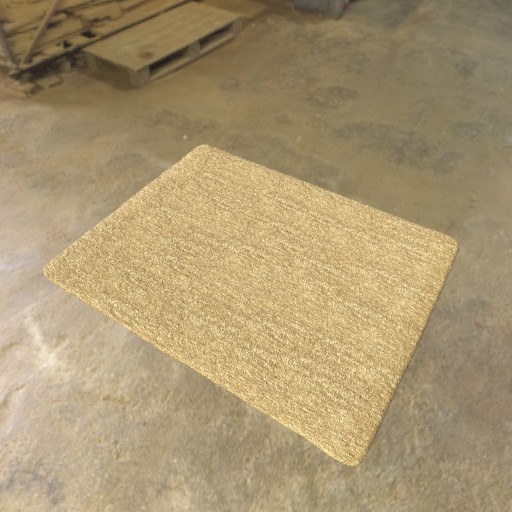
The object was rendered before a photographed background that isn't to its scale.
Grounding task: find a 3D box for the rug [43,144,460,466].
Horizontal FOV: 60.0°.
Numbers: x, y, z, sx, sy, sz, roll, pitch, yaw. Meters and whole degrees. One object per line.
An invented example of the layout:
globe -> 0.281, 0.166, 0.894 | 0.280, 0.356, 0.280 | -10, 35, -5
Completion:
rug -> 0.000, 0.000, 3.734 | 2.873, 0.050, 2.242 | 25, 52, 21
